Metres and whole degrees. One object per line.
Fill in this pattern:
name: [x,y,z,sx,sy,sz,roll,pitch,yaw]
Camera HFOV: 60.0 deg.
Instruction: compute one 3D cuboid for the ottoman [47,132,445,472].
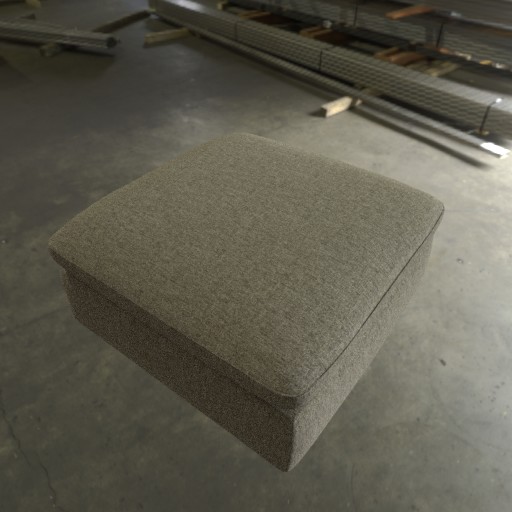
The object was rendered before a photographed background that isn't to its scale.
ottoman: [0.000,0.000,1.629,1.035,0.526,1.039,26,47,27]
